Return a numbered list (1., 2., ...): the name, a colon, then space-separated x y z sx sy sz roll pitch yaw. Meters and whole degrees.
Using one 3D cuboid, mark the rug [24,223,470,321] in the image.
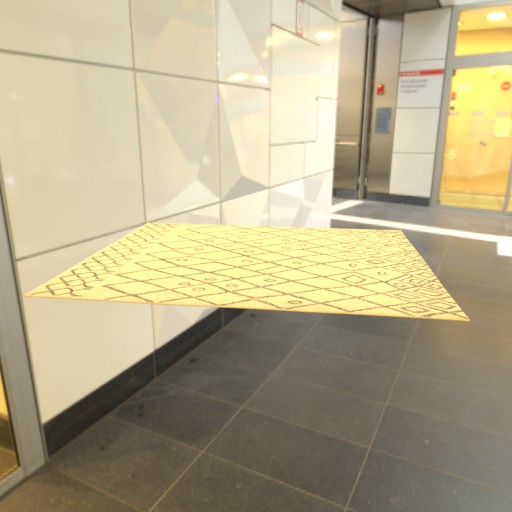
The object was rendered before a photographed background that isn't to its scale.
1. rug: 0.000 0.000 4.136 3.046 0.015 2.446 2 17 7
